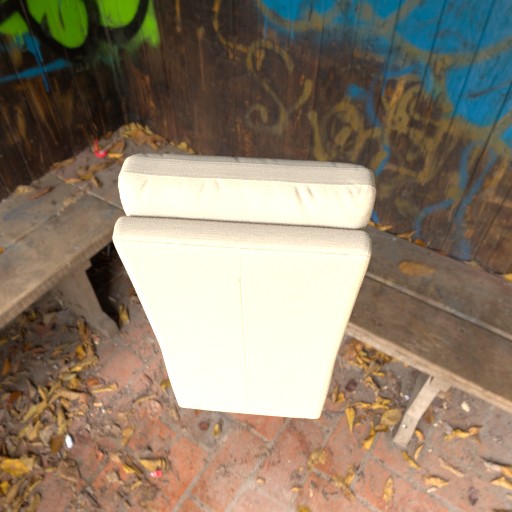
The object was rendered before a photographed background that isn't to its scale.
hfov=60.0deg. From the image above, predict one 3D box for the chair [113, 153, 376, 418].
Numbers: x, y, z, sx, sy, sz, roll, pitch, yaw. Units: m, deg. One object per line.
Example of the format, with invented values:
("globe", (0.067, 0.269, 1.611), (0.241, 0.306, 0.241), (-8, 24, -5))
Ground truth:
("chair", (0.000, 0.000, 1.311), (0.503, 0.927, 0.698), (4, 47, 3))
